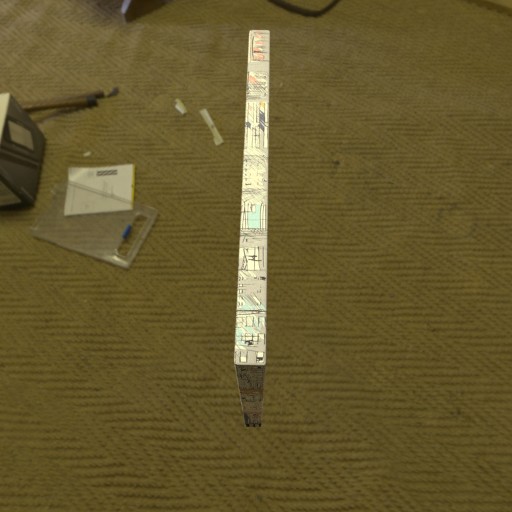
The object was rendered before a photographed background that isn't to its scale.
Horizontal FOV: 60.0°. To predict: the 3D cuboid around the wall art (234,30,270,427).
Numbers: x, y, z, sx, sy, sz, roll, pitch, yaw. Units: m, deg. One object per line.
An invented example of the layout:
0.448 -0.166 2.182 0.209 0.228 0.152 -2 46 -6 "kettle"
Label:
0.000 0.000 0.930 0.038 0.608 0.607 1 62 1 "wall art"
